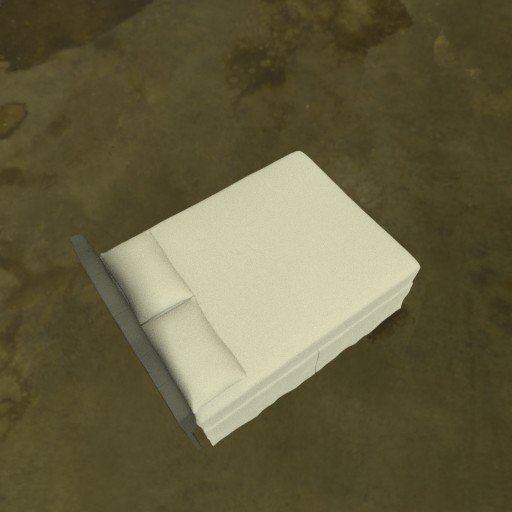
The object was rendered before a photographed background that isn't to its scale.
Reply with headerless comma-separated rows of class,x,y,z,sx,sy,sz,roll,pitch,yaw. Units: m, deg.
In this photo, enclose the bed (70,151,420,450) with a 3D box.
bed,0.000,0.000,3.337,2.155,1.575,1.636,-31,63,-18
